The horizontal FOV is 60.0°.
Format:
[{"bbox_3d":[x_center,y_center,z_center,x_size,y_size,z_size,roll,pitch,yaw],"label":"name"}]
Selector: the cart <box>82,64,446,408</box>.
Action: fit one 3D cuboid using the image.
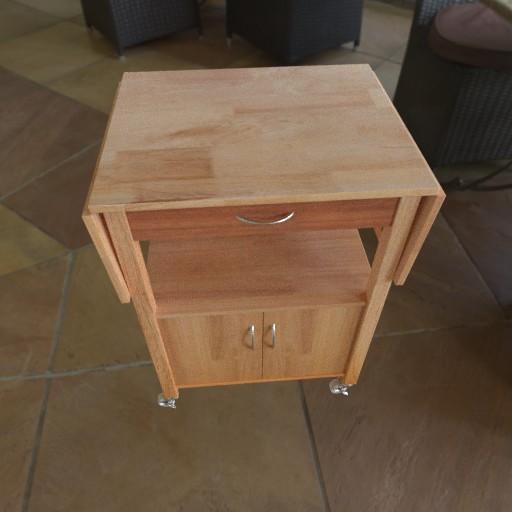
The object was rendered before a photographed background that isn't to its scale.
[{"bbox_3d":[0.000,0.000,1.236,0.640,0.838,0.508,-3,47,-3],"label":"cart"}]
